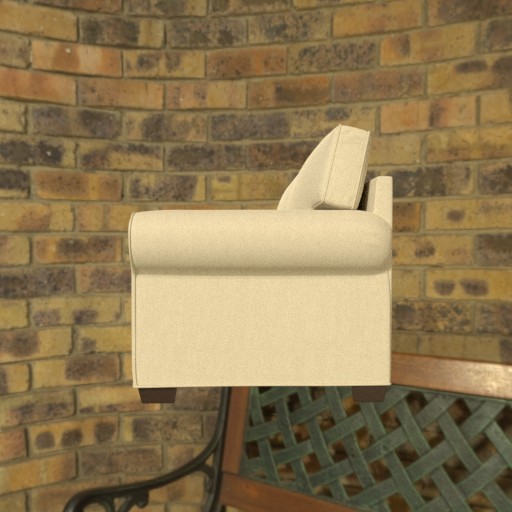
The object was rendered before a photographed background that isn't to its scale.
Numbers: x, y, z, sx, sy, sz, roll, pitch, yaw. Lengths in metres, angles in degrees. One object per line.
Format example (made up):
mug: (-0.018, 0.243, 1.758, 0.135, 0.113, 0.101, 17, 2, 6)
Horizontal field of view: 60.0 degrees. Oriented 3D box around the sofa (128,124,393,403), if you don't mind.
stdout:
sofa: (0.000, 0.000, 2.241, 0.861, 0.933, 1.774, 0, 1, -1)
